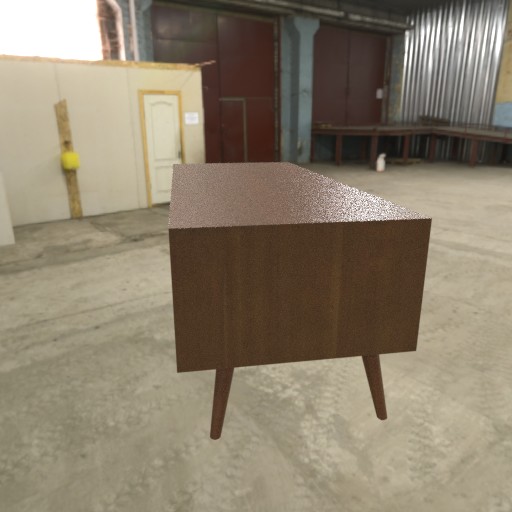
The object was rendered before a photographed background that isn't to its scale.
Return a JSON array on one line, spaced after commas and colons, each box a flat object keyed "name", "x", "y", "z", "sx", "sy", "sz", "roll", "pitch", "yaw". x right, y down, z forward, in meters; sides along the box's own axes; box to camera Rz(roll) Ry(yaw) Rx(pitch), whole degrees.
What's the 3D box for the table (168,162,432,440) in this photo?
[{"name": "table", "x": 0.000, "y": 0.000, "z": 1.378, "sx": 0.490, "sy": 0.464, "sz": 1.119, "roll": -3, "pitch": 17, "yaw": -9}]
